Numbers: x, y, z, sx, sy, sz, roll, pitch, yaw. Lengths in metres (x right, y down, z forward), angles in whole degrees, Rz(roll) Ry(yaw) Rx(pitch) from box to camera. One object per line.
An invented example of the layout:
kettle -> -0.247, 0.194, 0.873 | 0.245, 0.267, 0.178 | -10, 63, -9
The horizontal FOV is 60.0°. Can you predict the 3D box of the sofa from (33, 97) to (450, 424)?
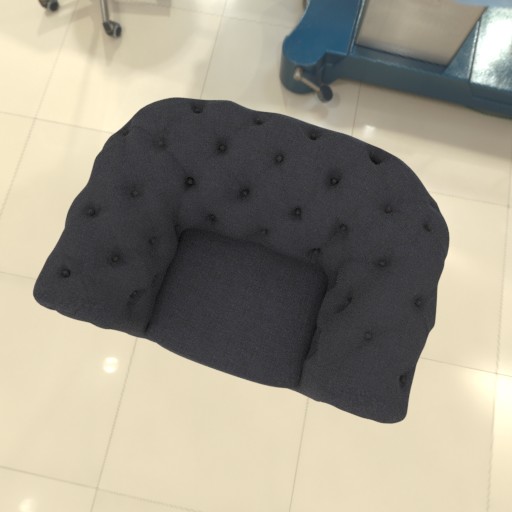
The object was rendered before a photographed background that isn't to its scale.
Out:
sofa -> 0.000, 0.000, 1.960 | 1.405, 0.878, 1.032 | 18, 77, 4
